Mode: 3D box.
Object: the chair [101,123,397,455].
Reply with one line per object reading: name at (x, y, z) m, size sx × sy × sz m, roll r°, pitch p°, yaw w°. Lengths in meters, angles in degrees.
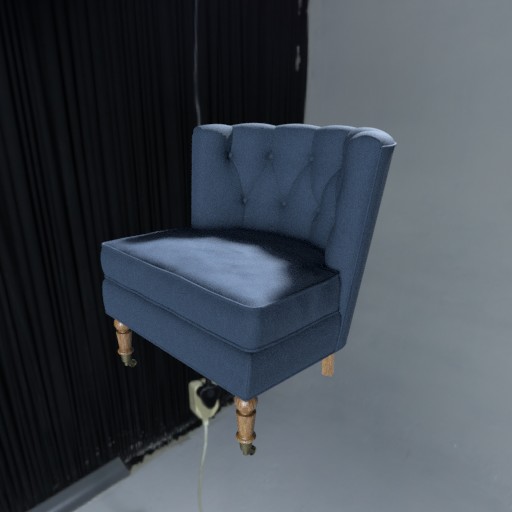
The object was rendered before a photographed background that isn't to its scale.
chair at (0.000, 0.000, 1.381) m, size 0.740 × 0.771 × 0.718 m, roll 18°, pitch 25°, yaw 42°
